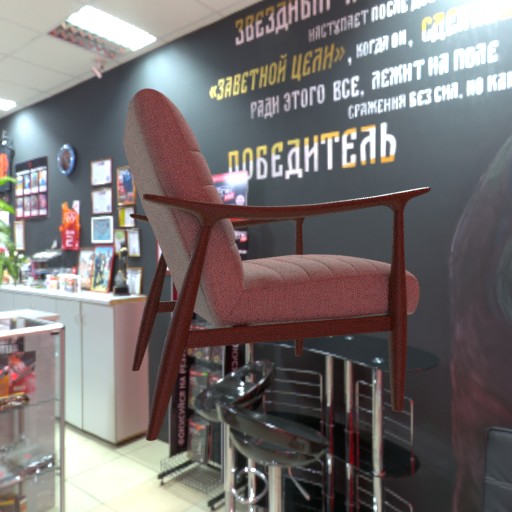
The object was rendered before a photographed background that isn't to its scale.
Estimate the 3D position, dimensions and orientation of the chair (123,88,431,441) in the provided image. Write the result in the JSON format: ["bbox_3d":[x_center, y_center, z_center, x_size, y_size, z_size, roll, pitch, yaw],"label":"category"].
[{"bbox_3d":[0.000,0.000,1.417,0.798,0.832,0.741,0,1,-19],"label":"chair"}]
